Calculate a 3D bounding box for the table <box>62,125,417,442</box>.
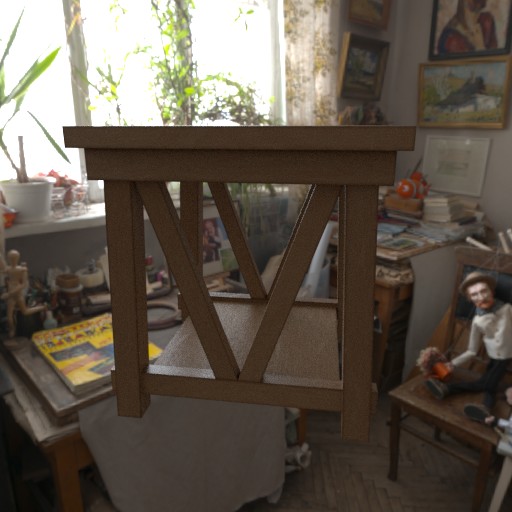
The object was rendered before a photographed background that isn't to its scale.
[{"bbox_3d":[0.000,0.000,1.130,0.612,0.638,0.610,2,17,8],"label":"table"}]
